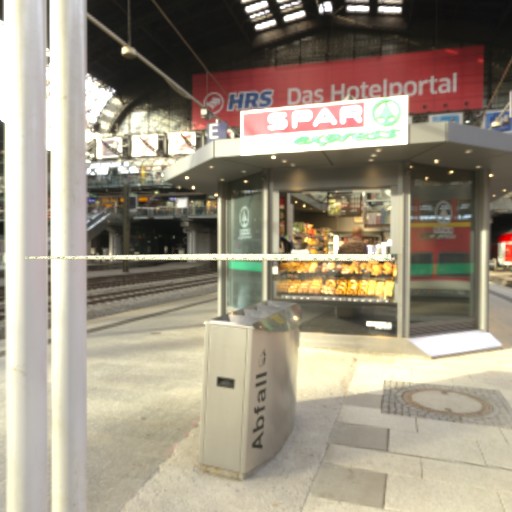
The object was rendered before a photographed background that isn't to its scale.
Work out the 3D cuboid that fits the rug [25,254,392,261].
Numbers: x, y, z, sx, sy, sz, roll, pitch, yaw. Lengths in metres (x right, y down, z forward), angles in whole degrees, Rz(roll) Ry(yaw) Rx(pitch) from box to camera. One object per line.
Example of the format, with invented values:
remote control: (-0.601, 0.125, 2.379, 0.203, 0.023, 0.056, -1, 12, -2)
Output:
rug: (0.000, 0.000, 4.180, 2.441, 0.017, 3.050, 0, 1, 17)
